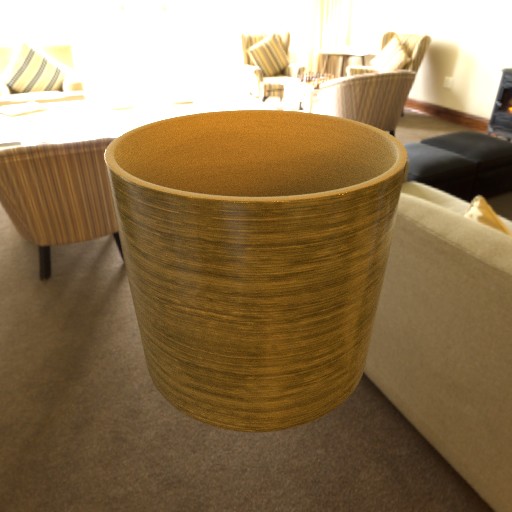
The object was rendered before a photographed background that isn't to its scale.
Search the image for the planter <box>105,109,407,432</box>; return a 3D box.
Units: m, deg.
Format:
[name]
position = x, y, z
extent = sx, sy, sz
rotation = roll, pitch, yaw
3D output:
[planter]
position = 0.000, 0.000, 0.388
extent = 0.221, 0.201, 0.221
rotation = 0, 31, 0
